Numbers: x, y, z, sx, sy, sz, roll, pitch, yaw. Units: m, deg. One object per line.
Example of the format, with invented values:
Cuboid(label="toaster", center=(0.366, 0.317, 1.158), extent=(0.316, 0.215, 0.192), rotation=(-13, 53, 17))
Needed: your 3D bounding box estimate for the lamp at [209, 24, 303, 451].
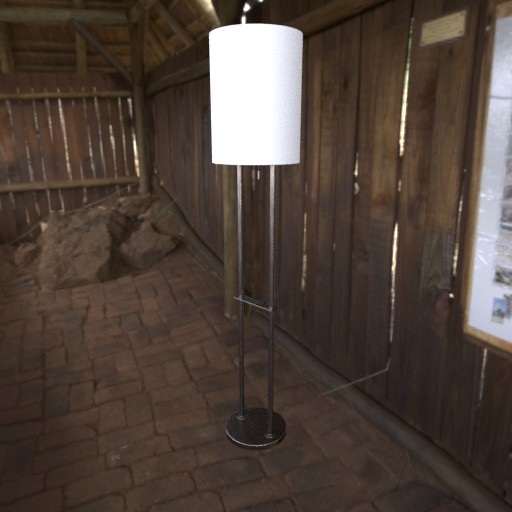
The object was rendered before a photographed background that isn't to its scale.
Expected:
Cuboid(label="lamp", center=(0.000, 0.000, 1.648), extent=(0.305, 1.500, 0.306), rotation=(-14, 21, -43))
